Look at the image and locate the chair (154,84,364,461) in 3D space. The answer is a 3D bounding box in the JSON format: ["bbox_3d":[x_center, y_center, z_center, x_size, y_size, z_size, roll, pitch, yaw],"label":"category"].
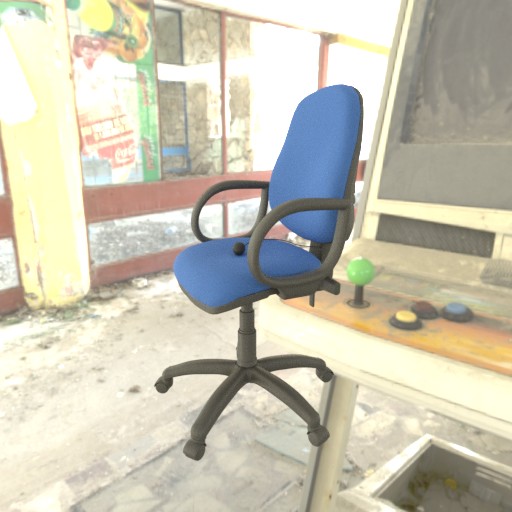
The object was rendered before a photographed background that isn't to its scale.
[{"bbox_3d":[0.000,0.000,1.227,0.549,0.905,0.552,-7,17,-24],"label":"chair"}]
